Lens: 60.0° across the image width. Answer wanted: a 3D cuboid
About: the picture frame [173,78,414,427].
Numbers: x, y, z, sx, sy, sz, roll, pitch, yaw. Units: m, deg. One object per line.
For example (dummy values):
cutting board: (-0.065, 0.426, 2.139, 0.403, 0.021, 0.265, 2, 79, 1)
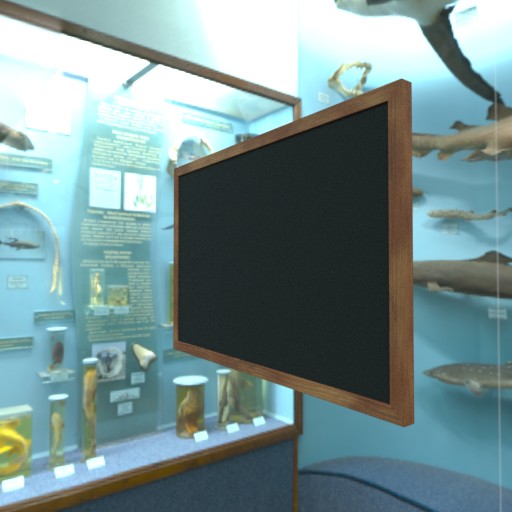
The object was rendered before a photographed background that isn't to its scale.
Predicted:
picture frame: (0.000, 0.000, 1.203, 0.029, 0.640, 0.950, 1, -2, -36)
